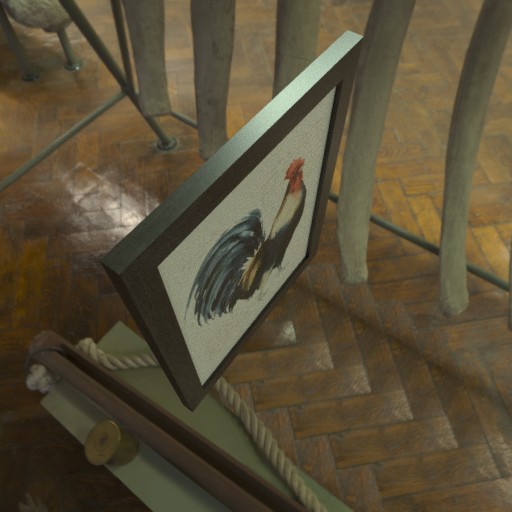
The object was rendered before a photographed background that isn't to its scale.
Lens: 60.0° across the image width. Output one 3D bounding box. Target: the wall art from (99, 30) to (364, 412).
[{"bbox_3d":[0.000,0.000,0.775,0.027,0.580,0.479,32,63,18],"label":"wall art"}]
